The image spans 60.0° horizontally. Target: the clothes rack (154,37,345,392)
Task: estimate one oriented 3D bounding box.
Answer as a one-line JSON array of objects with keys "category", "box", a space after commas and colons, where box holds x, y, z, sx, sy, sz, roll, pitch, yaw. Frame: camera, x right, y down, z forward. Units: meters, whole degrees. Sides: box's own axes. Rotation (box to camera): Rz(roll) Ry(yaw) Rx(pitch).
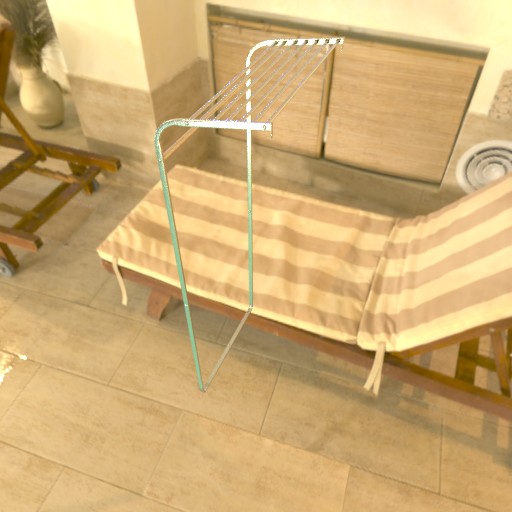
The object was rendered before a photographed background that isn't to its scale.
[{"category": "clothes rack", "box": [0.000, 0.000, 1.828, 0.349, 1.574, 0.609, 18, 48, 17]}]
